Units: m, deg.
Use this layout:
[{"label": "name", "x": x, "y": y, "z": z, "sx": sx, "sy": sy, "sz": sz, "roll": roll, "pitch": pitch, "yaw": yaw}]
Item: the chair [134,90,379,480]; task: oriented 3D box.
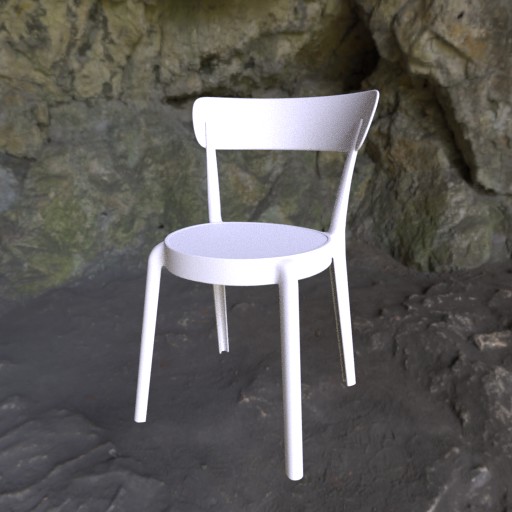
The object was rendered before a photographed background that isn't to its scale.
[{"label": "chair", "x": 0.000, "y": 0.000, "z": 1.115, "sx": 0.506, "sy": 0.790, "sz": 0.491, "roll": 8, "pitch": 17, "yaw": 26}]
